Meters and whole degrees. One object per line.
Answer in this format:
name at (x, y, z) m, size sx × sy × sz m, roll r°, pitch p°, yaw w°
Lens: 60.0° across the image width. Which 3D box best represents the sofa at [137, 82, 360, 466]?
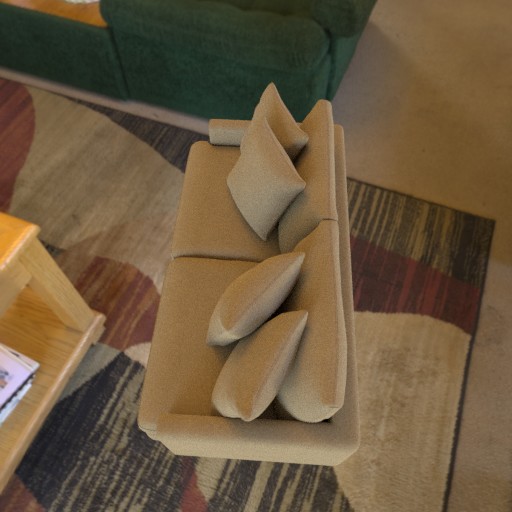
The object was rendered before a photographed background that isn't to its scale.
sofa at (0.000, 0.000, 2.964) m, size 1.228 × 1.084 × 2.380 m, roll 3°, pitch 58°, yaw 2°
